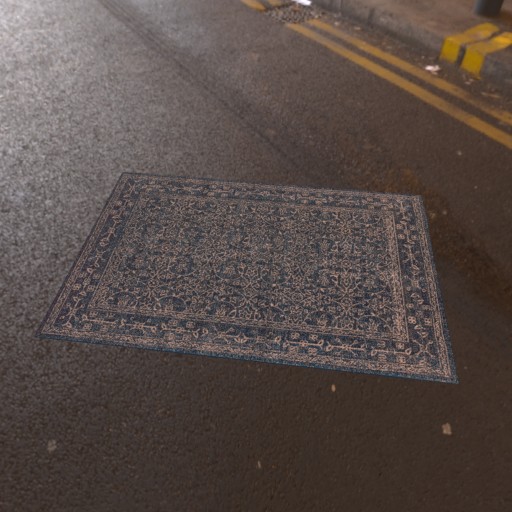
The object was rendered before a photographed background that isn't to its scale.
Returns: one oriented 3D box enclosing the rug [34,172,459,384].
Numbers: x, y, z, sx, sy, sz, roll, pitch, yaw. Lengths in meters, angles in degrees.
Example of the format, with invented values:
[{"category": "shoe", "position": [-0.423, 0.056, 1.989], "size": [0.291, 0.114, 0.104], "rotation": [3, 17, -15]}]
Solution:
[{"category": "rug", "position": [0.000, 0.000, 2.277], "size": [1.819, 0.005, 1.200], "rotation": [5, 48, 5]}]
